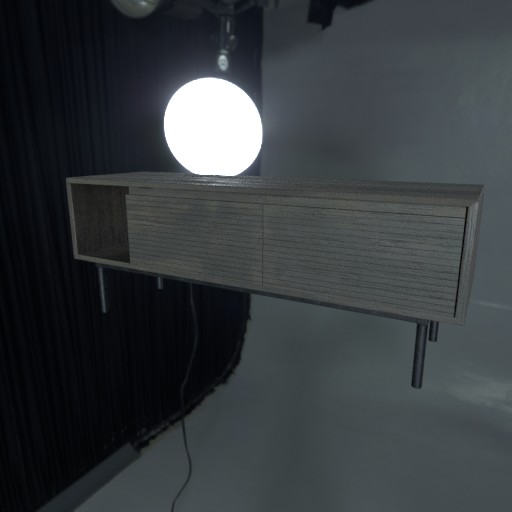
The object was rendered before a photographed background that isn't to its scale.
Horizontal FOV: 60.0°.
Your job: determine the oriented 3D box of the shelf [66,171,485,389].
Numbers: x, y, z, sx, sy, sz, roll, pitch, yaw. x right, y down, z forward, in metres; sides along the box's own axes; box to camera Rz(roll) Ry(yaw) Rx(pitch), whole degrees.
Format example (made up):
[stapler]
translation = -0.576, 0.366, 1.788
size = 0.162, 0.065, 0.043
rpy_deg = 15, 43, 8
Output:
[shelf]
translation = 0.000, 0.000, 1.477
size = 1.300, 0.495, 0.400
rpy_deg = 8, 16, 27
